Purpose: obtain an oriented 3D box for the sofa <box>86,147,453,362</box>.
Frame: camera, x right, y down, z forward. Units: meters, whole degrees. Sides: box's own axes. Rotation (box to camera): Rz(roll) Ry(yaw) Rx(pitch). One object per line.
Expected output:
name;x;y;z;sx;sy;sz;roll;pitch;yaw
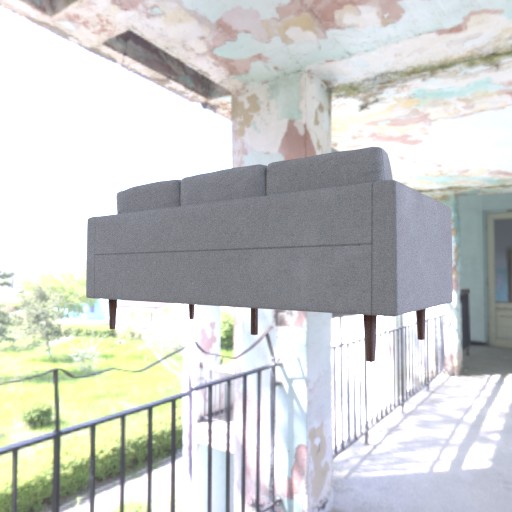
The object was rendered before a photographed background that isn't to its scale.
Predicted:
sofa;0.000;0.000;2.606;1.983;0.918;0.944;-1;-2;36
